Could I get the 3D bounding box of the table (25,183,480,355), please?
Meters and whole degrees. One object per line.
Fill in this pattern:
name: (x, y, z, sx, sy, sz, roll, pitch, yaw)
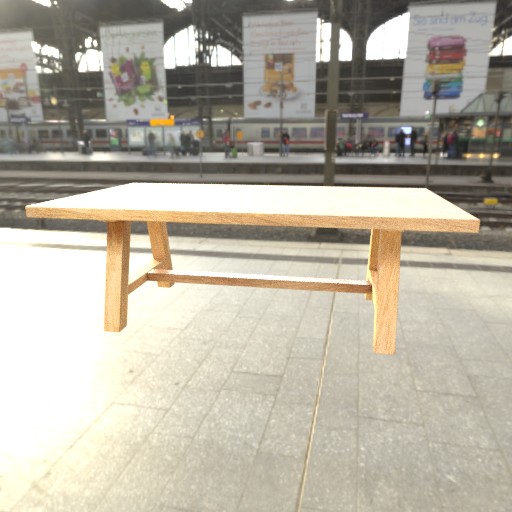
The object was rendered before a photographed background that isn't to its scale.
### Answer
table: (0.000, 0.000, 1.682, 1.320, 0.455, 0.760, 3, 15, 10)
